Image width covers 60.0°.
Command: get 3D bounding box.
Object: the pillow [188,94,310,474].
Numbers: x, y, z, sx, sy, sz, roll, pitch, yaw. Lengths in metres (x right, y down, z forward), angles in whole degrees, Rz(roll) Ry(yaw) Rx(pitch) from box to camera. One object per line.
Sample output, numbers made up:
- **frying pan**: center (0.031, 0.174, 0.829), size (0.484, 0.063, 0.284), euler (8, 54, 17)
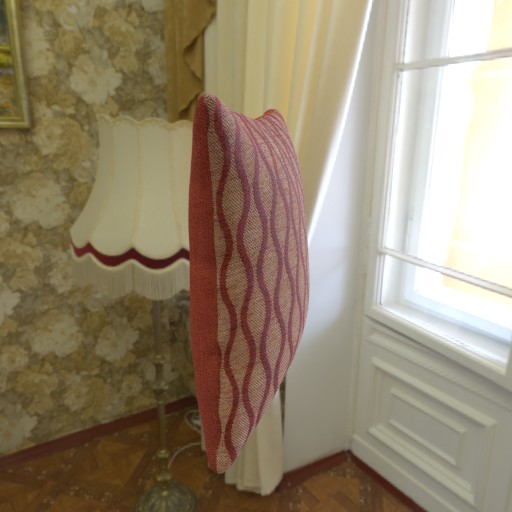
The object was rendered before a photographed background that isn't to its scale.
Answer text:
- **pillow**: center (0.000, 0.000, 0.662), size (0.159, 0.434, 0.429), euler (3, 16, 10)
